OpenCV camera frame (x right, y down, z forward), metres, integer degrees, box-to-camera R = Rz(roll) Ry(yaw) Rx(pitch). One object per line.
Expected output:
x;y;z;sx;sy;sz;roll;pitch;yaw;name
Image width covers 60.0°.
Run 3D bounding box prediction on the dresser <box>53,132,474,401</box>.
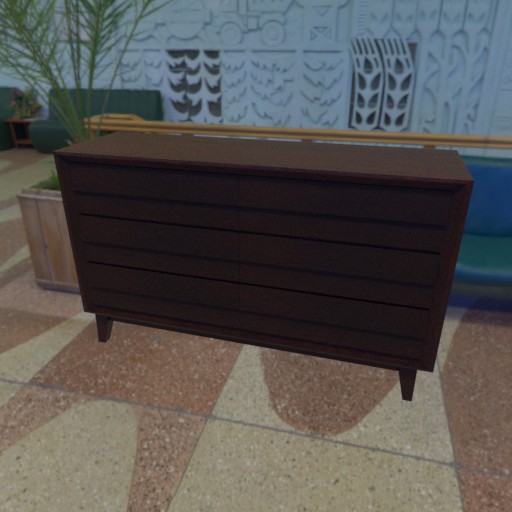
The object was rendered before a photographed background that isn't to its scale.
0.000;0.000;2.054;1.609;0.971;0.499;7;26;15;dresser
